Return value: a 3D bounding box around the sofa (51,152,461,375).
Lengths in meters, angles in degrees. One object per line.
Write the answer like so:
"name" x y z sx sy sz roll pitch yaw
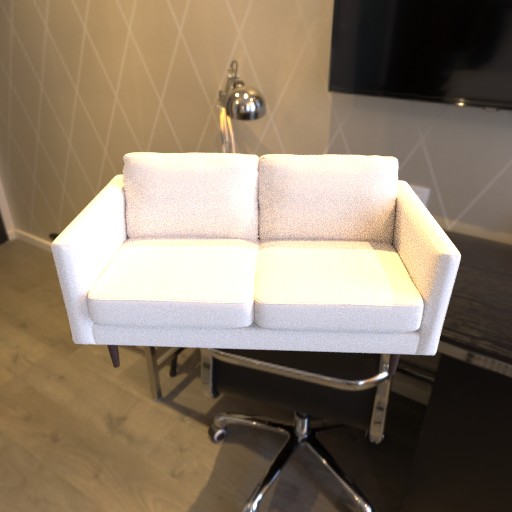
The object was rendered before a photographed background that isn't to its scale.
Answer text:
"sofa" 0.000 0.000 2.298 1.713 0.893 0.940 1 29 2
